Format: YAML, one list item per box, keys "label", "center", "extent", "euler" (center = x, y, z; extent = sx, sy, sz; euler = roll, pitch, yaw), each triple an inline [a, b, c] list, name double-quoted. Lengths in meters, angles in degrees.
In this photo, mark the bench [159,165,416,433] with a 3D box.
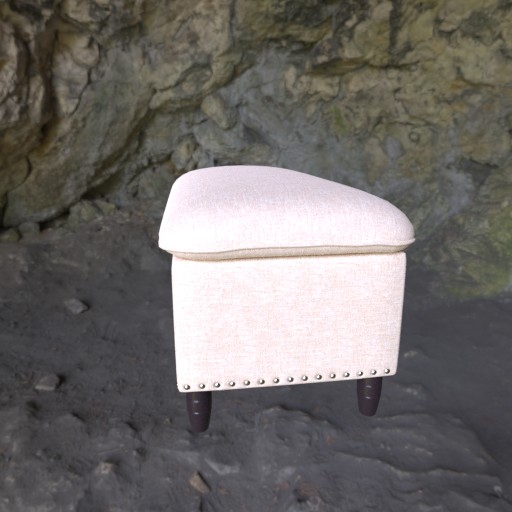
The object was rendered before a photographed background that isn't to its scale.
- label: "bench"
  center: [0.000, 0.000, 1.263]
  extent: [0.483, 0.483, 0.991]
  euler: [-2, 15, -8]
